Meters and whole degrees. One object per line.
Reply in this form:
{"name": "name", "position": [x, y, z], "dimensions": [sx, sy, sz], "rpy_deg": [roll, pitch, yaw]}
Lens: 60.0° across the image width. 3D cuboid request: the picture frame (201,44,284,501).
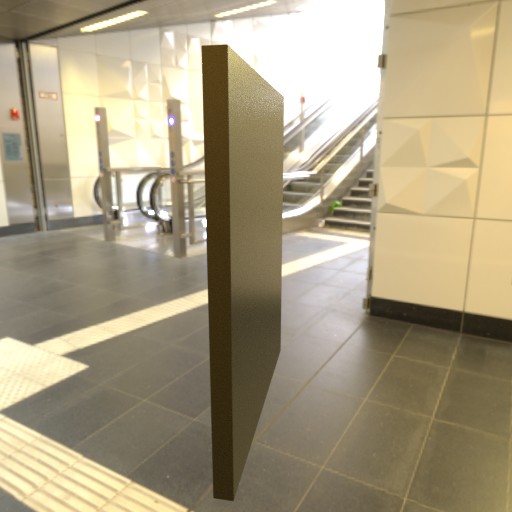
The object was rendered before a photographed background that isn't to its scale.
{"name": "picture frame", "position": [0.000, 0.000, 0.743], "dimensions": [0.028, 0.556, 0.460], "rpy_deg": [3, 14, 11]}
